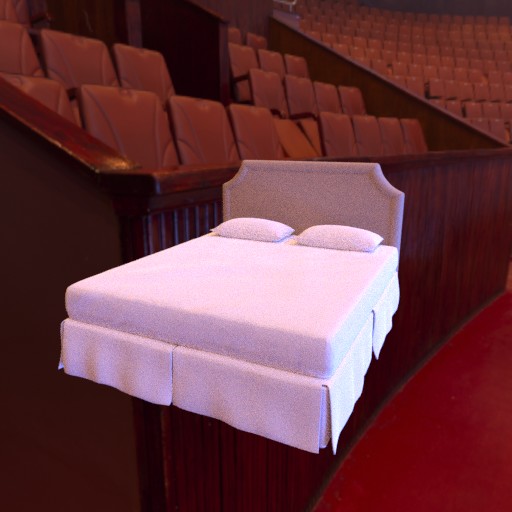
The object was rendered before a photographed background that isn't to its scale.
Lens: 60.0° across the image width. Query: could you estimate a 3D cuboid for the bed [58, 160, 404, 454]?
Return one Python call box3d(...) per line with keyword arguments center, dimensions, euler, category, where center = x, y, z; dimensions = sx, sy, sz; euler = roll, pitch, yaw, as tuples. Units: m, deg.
box3d(center=(0.000, 0.000, 4.122), dimensions=(2.350, 1.590, 2.773), euler=(7, 17, 25), category="bed")
